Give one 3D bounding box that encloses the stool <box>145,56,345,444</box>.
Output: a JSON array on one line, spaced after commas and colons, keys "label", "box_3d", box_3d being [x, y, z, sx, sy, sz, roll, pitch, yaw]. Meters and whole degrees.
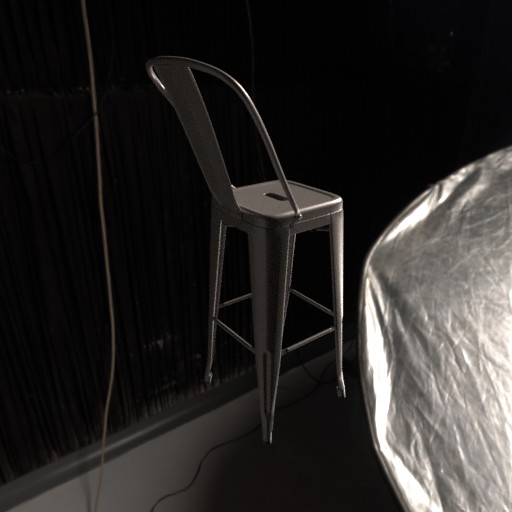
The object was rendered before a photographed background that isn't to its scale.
[{"label": "stool", "box_3d": [0.000, 0.000, 1.336, 0.513, 1.096, 0.399, -17, 29, -33]}]
